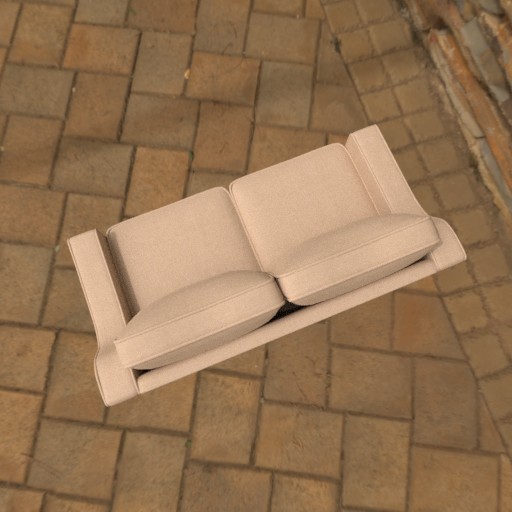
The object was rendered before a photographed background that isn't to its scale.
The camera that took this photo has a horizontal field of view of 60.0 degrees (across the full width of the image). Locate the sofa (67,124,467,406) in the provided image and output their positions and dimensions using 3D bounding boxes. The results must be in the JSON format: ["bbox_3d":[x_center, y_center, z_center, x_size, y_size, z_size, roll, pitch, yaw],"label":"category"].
[{"bbox_3d":[0.000,0.000,3.513,2.587,1.562,1.351,-21,77,-5],"label":"sofa"}]
